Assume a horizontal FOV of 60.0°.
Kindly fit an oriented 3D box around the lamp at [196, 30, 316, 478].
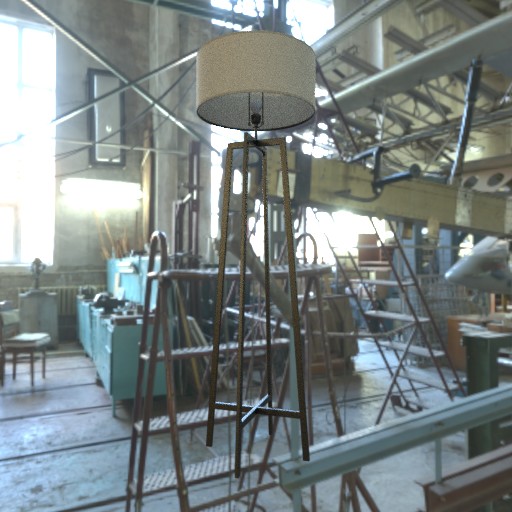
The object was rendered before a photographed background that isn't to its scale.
[{"bbox_3d":[0.000,0.000,1.707,0.457,1.510,0.456,0,-1,19],"label":"lamp"}]
